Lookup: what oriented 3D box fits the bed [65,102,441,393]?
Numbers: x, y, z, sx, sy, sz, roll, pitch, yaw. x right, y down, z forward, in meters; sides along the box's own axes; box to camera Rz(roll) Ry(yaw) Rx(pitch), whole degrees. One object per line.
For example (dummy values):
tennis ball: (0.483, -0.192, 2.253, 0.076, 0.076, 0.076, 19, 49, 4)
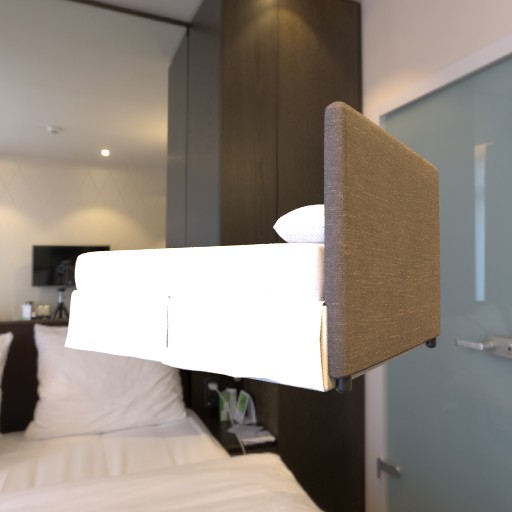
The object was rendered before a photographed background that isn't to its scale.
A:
bed: (0.000, 0.000, 3.199, 2.142, 1.330, 1.723, -1, -2, 36)
